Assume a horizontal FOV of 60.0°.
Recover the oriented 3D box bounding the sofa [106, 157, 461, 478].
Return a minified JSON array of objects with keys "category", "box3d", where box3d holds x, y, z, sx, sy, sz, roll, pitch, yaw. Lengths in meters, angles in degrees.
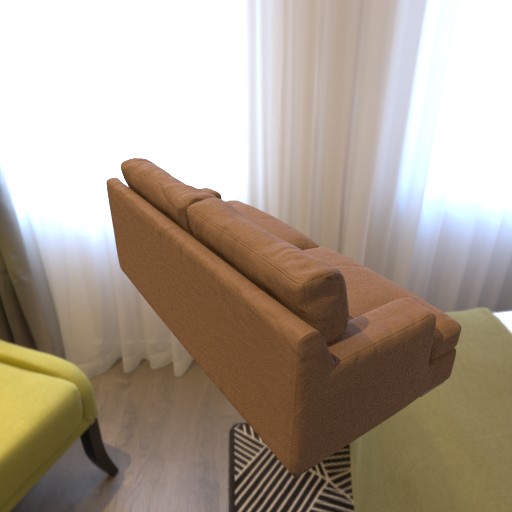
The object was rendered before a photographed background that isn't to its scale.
[{"category":"sofa","box3d":[0.000,0.000,2.790,1.140,0.950,2.274,-17,32,-30]}]
